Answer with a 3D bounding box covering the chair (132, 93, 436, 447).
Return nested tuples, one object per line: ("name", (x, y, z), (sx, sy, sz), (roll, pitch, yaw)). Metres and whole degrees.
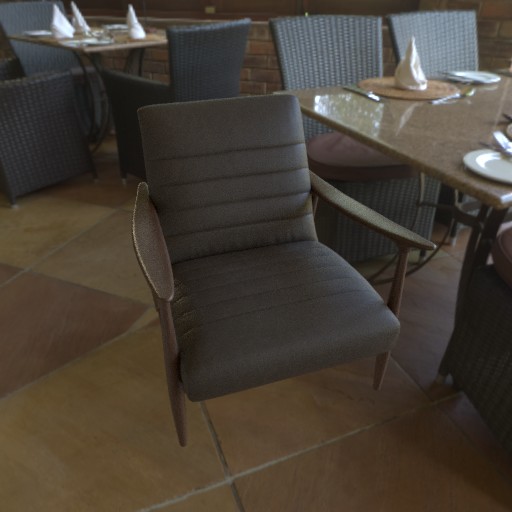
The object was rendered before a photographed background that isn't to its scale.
("chair", (0.000, 0.000, 1.423), (0.741, 0.831, 0.798), (-10, 33, -16))
